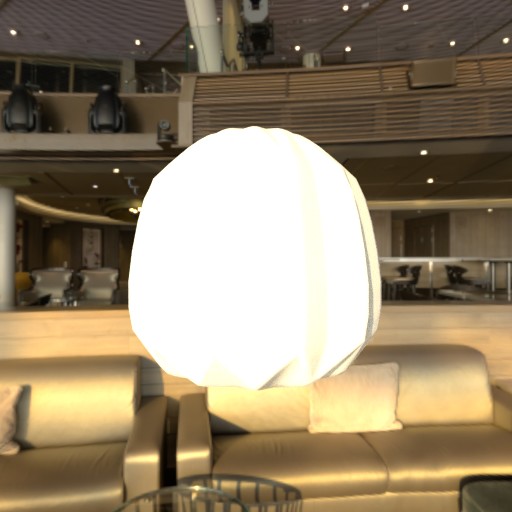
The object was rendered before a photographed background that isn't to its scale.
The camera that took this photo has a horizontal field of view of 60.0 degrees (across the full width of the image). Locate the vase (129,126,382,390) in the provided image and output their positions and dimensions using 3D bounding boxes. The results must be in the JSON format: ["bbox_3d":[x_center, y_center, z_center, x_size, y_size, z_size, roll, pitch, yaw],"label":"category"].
[{"bbox_3d":[0.000,0.000,0.252,0.139,0.134,0.139,0,-1,0],"label":"vase"}]
